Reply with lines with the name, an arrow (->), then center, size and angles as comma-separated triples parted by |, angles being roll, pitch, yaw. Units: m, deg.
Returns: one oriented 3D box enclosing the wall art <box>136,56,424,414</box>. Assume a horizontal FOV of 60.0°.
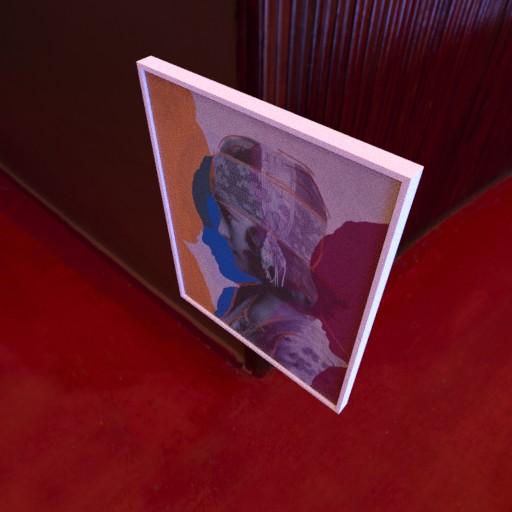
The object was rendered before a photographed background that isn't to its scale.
wall art -> 0.000, 0.000, 0.759 | 0.443, 0.549, 0.030 | 32, 54, 27
